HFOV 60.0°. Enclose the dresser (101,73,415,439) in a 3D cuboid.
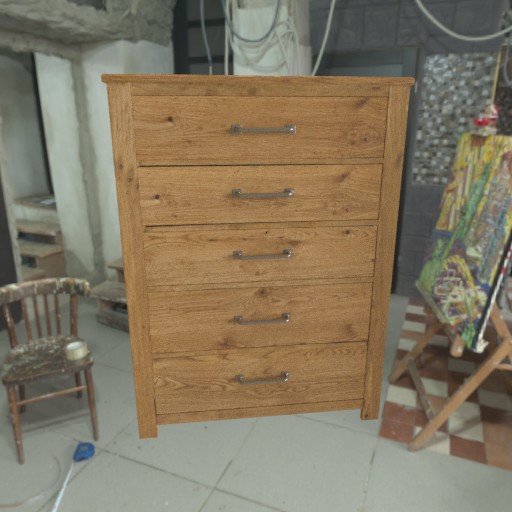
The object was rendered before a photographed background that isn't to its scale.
[{"bbox_3d":[0.000,0.000,1.945,1.081,1.431,0.558,-2,17,-7],"label":"dresser"}]
